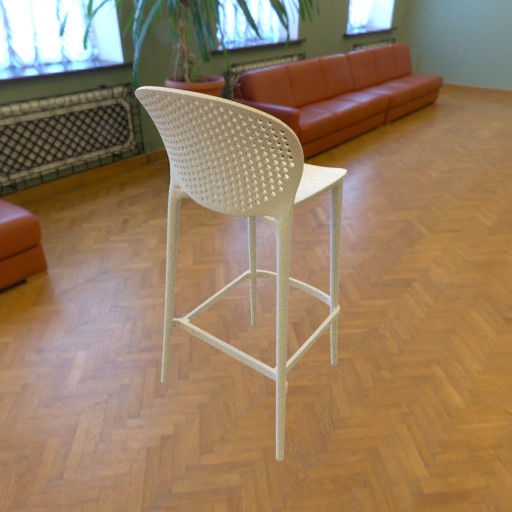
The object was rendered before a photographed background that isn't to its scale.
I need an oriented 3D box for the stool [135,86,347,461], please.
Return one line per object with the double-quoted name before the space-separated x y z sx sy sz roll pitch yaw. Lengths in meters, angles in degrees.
"stool" 0.000 0.000 1.364 0.536 1.045 0.535 21 37 32
